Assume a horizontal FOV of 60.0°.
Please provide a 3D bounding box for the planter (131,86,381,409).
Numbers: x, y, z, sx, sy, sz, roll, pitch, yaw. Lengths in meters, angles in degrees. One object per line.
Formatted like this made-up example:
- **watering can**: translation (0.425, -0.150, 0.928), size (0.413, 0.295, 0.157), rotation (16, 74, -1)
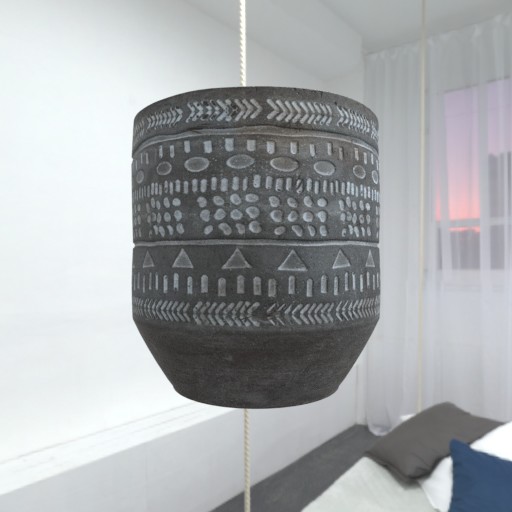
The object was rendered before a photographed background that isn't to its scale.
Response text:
- **planter**: translation (0.000, 0.000, 0.263), size (0.142, 0.149, 0.142), rotation (0, 0, 0)
